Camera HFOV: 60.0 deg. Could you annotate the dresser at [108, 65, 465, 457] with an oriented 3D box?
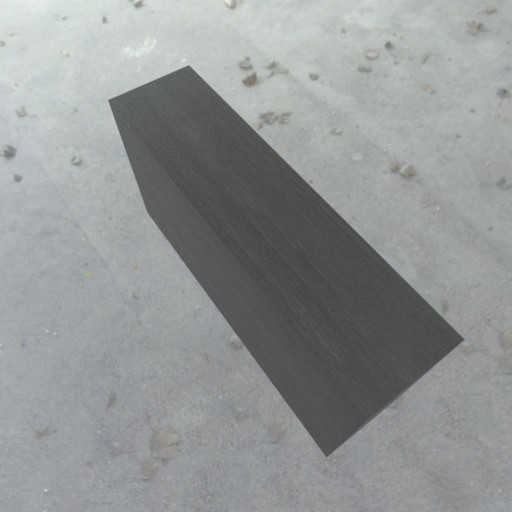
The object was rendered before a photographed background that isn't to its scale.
[{"bbox_3d":[0.000,0.000,1.940,0.400,0.795,1.590,-32,64,-17],"label":"dresser"}]
